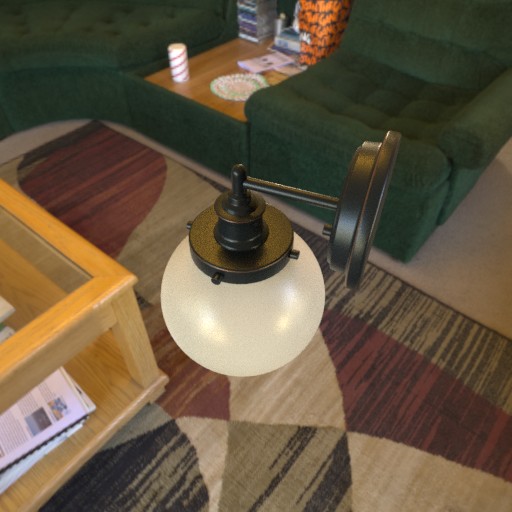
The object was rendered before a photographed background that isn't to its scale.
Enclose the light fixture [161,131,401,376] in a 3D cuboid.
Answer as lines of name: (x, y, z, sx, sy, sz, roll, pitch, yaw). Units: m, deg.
light fixture: (0.000, 0.000, 0.484, 0.230, 0.332, 0.197, 16, 48, 15)
